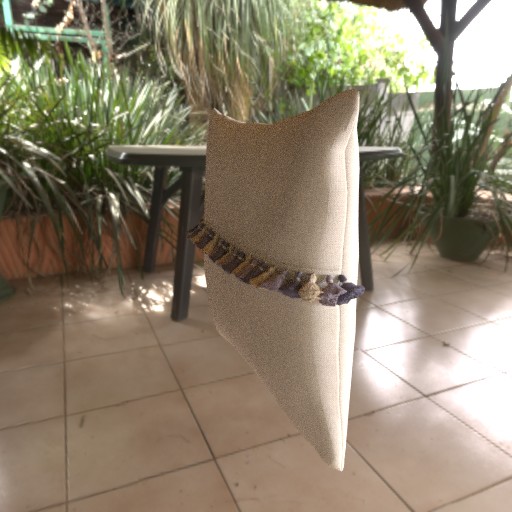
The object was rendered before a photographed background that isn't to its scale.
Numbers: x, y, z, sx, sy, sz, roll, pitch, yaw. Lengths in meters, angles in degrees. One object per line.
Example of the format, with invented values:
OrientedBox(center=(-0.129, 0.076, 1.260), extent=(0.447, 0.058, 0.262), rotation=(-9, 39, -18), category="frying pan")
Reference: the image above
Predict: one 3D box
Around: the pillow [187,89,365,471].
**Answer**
OrientedBox(center=(0.000, 0.000, 0.726), extent=(0.165, 0.481, 0.489), rotation=(-7, 17, -23), category="pillow")
